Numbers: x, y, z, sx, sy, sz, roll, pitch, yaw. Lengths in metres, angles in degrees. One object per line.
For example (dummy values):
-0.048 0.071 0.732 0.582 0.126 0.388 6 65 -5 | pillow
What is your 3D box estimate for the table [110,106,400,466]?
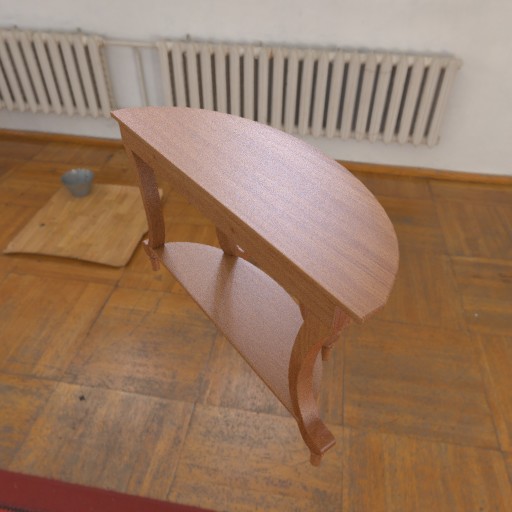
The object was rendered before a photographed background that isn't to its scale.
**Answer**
0.000 0.000 1.475 0.394 0.692 1.198 -24 45 -27 | table
